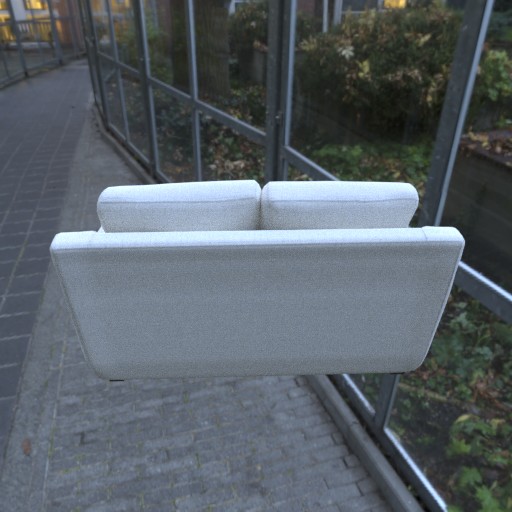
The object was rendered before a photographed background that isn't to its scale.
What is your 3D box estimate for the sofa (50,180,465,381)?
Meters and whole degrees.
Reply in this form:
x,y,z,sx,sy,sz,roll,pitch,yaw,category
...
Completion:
x,y,z,sx,sy,sz,roll,pitch,yaw,category
0.000,0.000,2.401,1.744,1.047,1.040,-1,30,-2,sofa
